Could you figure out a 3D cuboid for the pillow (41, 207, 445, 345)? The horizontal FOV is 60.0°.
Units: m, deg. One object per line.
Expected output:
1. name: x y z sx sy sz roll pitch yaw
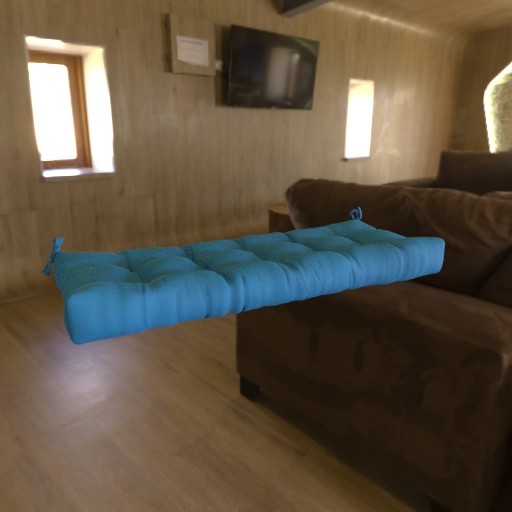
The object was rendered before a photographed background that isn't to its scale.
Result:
1. pillow: 0.000 0.000 1.371 1.194 0.174 0.511 -8 18 -26
